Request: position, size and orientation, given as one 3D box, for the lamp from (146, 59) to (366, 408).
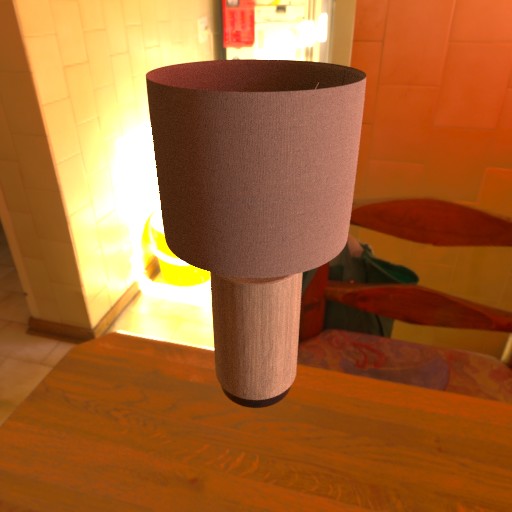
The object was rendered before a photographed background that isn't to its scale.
[{"bbox_3d":[0.000,0.000,0.575,0.228,0.444,0.228,-8,31,-14],"label":"lamp"}]
